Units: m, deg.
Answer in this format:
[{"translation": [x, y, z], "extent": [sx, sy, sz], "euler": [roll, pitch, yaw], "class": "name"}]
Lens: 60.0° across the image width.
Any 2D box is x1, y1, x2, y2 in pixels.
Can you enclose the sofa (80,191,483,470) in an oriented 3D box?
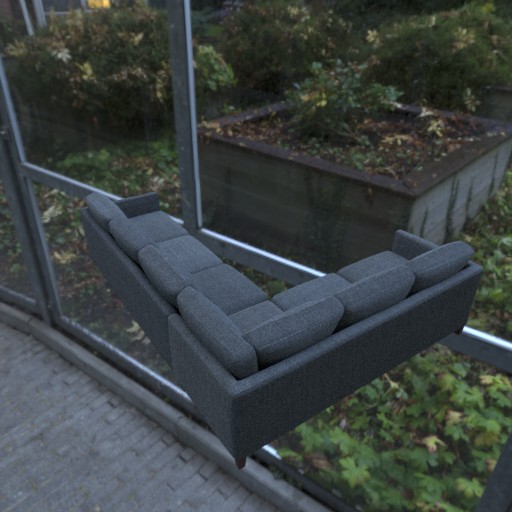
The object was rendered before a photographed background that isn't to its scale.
[{"translation": [0.000, 0.000, 4.482], "extent": [2.593, 0.947, 3.302], "euler": [-19, 35, -29], "class": "sofa"}]
